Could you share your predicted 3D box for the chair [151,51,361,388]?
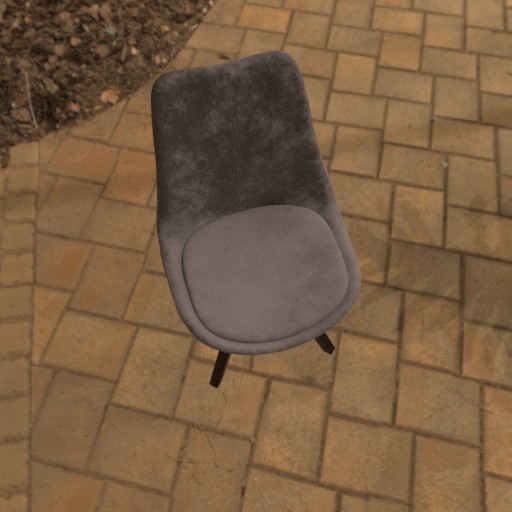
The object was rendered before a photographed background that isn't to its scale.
[{"bbox_3d":[0.000,0.000,1.208,0.485,0.850,0.550,-14,64,-7],"label":"chair"}]
